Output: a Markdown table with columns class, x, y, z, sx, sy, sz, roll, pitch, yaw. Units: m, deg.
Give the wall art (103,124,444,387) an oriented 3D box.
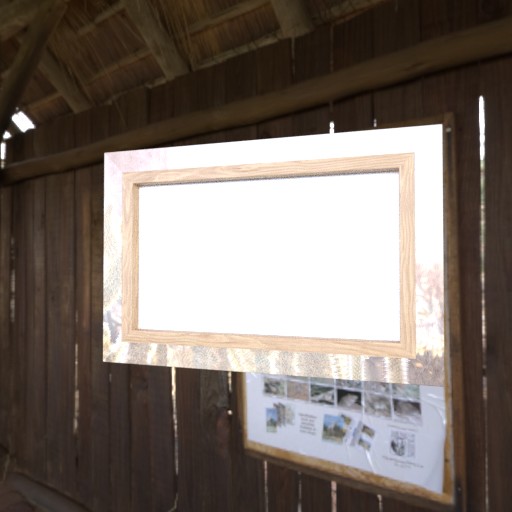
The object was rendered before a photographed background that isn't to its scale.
| class | x | y | z | sx | sy | sz | roll | pitch | yaw |
| --- | --- | --- | --- | --- | --- | --- | --- | --- | --- |
| wall art | 0.000 | 0.000 | 1.175 | 0.916 | 0.608 | 0.040 | 0 | -1 | 17 |
